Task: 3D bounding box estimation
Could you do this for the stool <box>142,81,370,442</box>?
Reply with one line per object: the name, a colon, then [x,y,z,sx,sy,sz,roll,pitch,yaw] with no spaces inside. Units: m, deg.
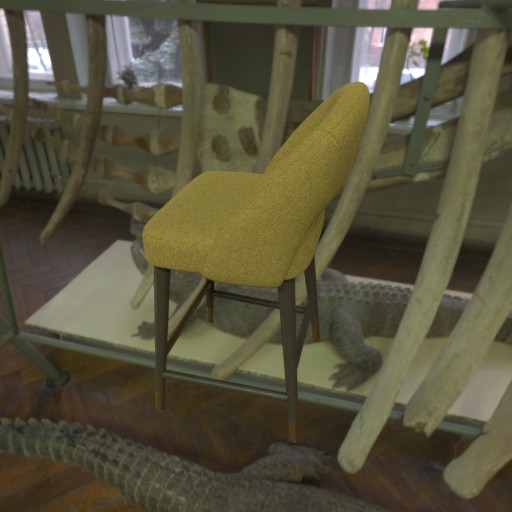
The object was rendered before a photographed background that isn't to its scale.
stool: [0.000,0.000,1.266,0.522,0.939,0.536,8,32,13]
